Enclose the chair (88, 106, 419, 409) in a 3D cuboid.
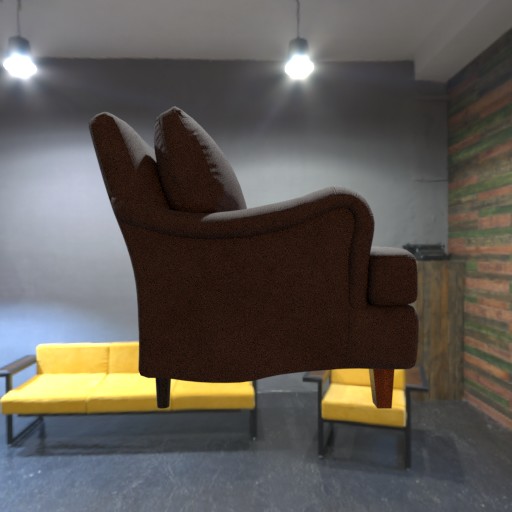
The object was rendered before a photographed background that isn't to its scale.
[{"bbox_3d":[0.000,0.000,1.829,1.070,0.997,0.955,0,0,0],"label":"chair"}]
